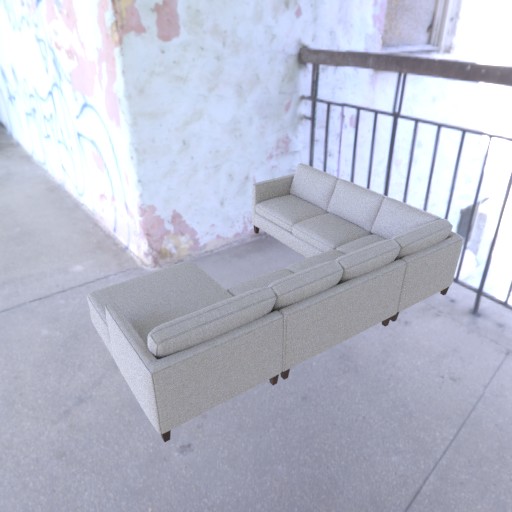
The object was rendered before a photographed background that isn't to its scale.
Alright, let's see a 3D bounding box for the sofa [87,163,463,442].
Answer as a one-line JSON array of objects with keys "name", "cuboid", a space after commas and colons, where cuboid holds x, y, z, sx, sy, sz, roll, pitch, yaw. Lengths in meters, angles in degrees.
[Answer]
[{"name": "sofa", "cuboid": [0.000, 0.000, 4.640, 3.403, 0.889, 2.551, -19, 34, -30]}]
